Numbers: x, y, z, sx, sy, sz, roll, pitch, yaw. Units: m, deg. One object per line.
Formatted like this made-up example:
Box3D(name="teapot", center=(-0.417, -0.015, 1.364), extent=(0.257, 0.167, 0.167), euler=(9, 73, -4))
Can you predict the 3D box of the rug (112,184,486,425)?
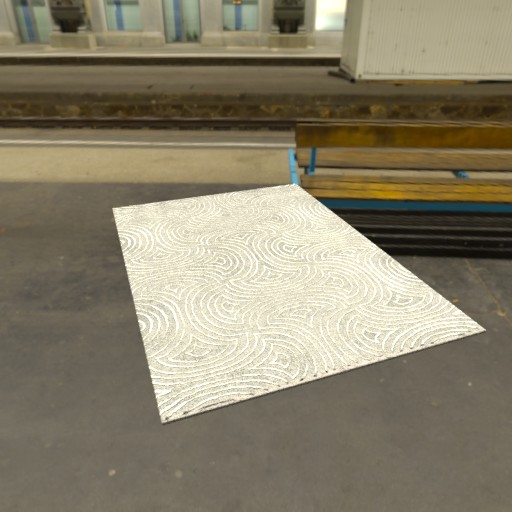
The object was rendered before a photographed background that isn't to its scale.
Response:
Box3D(name="rug", center=(0.000, 0.000, 2.748), extent=(1.543, 0.015, 2.144), euler=(-10, 31, -18))
